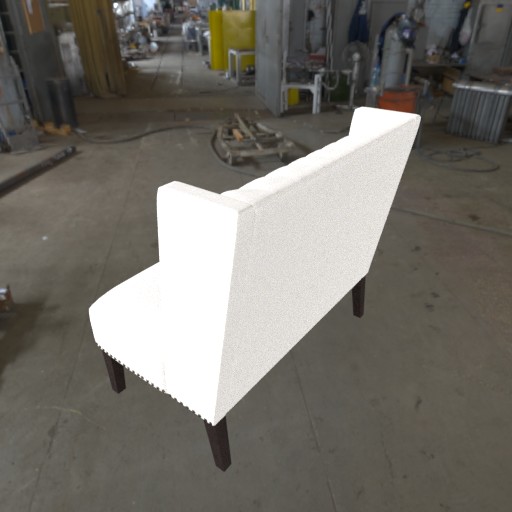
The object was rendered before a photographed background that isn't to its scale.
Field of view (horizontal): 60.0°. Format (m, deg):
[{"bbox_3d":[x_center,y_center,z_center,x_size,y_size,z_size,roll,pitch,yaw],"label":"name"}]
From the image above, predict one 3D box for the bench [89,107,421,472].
[{"bbox_3d":[0.000,0.000,1.980,0.847,1.123,1.280,21,37,31],"label":"bench"}]
